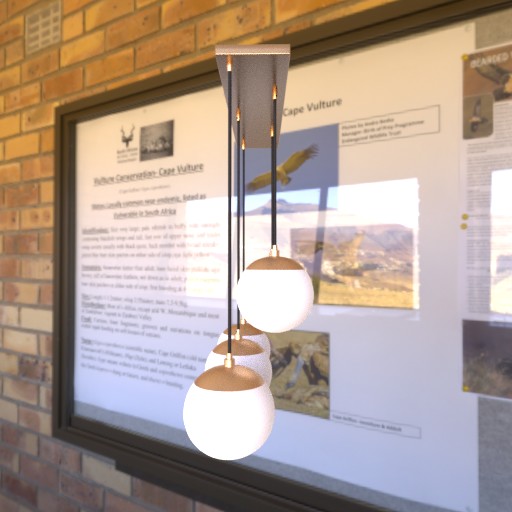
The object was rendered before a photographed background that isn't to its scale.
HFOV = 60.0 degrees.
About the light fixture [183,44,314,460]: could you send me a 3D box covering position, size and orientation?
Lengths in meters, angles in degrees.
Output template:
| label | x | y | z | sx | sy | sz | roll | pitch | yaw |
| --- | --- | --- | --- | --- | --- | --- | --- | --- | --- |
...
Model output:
| label | x | y | z | sx | sy | sz | roll | pitch | yaw |
| --- | --- | --- | --- | --- | --- | --- | --- | --- | --- |
| light fixture | 0.000 | 0.000 | 1.293 | 0.299 | 0.869 | 0.863 | 0 | -1 | 1 |
